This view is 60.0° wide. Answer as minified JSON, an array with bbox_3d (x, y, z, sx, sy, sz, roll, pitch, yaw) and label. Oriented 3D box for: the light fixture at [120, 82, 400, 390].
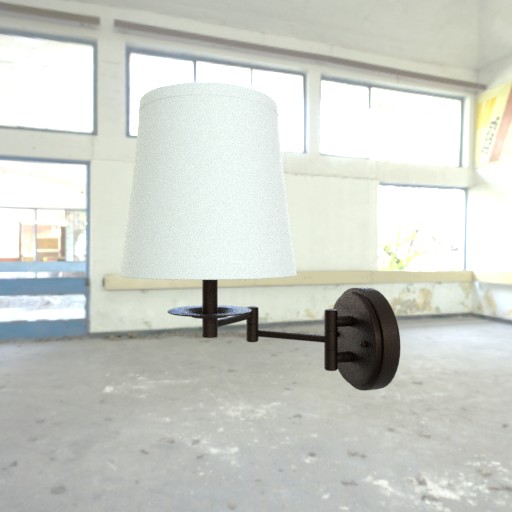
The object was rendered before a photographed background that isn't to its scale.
[{"bbox_3d":[0.000,0.000,0.266,0.157,0.172,0.100,0,0,-17],"label":"light fixture"}]
